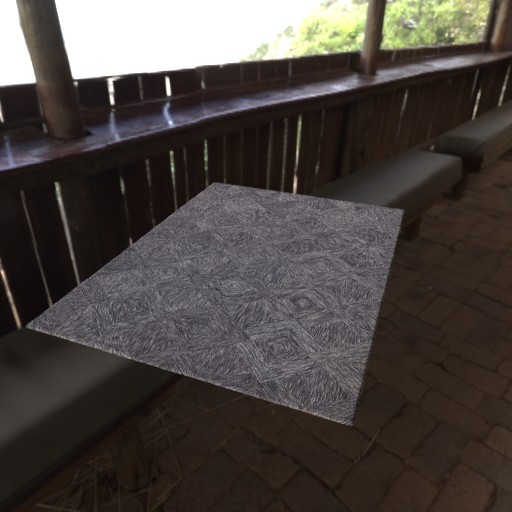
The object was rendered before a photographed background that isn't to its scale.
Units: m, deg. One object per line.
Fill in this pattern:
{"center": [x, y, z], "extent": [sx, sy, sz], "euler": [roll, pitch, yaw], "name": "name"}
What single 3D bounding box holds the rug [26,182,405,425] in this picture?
{"center": [0.000, 0.000, 4.203], "extent": [2.448, 0.017, 3.204], "euler": [11, 32, 18], "name": "rug"}
